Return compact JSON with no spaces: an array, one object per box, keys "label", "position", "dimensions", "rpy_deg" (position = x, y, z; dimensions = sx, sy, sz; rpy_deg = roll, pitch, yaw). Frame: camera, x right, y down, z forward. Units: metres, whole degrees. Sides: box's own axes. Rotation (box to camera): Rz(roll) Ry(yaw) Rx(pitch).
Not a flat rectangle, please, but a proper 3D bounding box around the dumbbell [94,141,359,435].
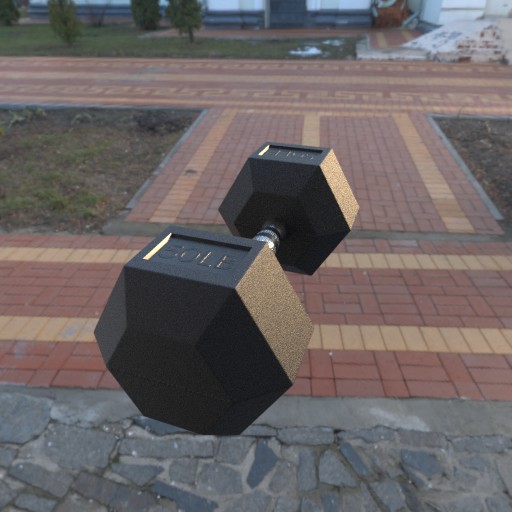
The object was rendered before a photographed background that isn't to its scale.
[{"label":"dumbbell","position":[0.000,0.000,0.476],"dimensions":[0.173,0.150,0.384],"rpy_deg":[10,32,17]}]
